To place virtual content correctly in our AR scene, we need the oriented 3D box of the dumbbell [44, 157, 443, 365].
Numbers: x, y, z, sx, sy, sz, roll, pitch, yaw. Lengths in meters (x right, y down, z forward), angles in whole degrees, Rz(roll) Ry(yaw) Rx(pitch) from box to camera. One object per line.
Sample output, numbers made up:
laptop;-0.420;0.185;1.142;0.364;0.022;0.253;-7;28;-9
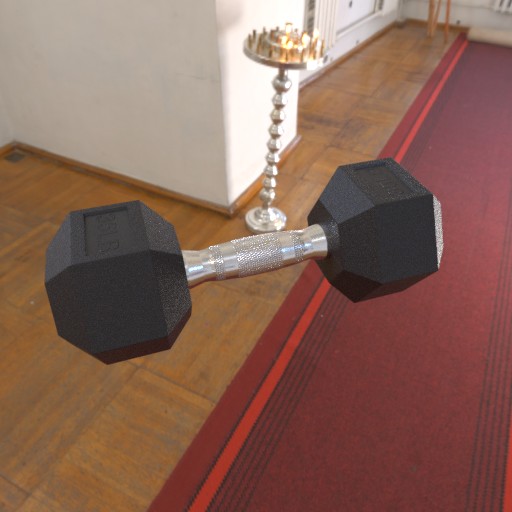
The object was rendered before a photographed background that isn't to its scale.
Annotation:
dumbbell;0.000;0.000;0.422;0.356;0.123;0.141;-12;42;-13
